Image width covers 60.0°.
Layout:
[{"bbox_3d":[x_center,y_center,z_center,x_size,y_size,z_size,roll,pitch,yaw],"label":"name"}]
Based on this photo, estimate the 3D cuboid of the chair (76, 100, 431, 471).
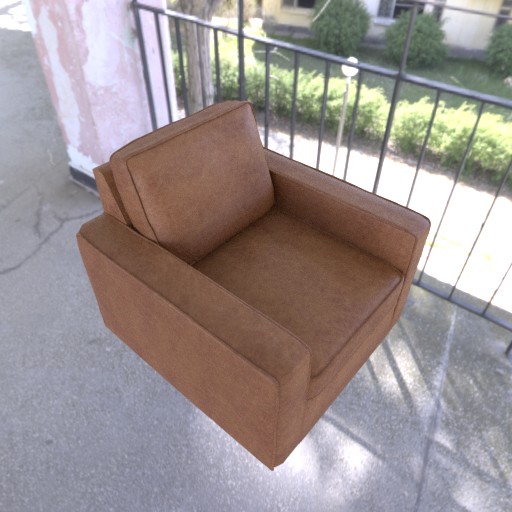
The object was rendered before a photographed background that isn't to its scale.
[{"bbox_3d":[0.000,0.000,1.737,1.027,0.901,0.987,28,49,27],"label":"chair"}]
